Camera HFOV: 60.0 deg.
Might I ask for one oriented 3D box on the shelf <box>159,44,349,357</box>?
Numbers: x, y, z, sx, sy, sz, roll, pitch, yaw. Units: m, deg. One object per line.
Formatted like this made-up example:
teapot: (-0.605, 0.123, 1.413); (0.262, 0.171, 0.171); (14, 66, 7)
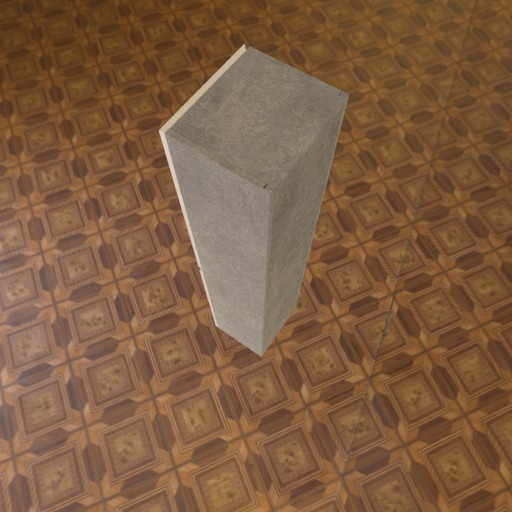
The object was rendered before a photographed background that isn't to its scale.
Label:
shelf: (0.000, 0.000, 1.547); (0.270, 1.400, 0.300); (32, 69, 14)
